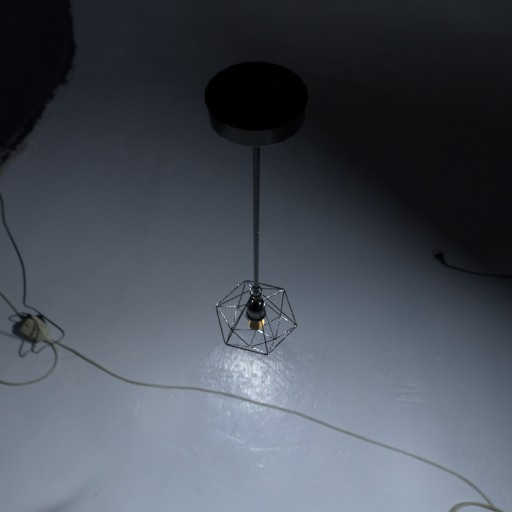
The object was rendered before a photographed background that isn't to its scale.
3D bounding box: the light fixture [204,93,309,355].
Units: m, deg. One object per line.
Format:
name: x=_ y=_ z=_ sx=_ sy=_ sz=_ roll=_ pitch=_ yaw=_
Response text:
light fixture: x=0.000 y=0.000 z=2.005 sx=0.487 sy=1.764 sz=0.431 roll=13 pitch=60 yaw=8
